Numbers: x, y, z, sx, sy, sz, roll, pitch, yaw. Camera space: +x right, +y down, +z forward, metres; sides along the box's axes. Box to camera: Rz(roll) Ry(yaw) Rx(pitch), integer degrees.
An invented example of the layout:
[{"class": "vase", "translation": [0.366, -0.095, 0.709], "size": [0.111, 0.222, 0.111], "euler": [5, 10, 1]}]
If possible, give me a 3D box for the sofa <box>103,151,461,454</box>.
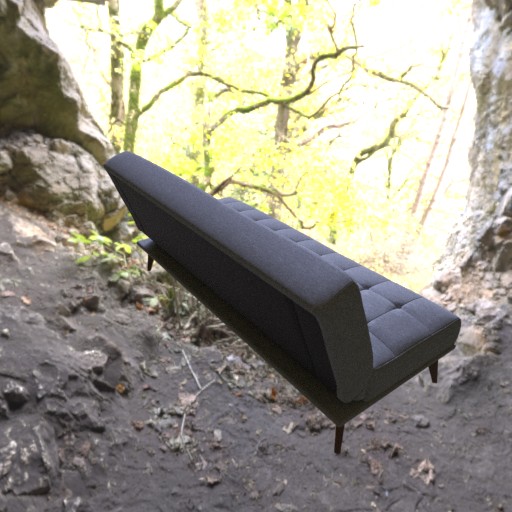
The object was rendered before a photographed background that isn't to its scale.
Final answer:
[{"class": "sofa", "translation": [0.000, 0.000, 2.259], "size": [0.860, 0.810, 1.800], "euler": [-19, 34, -31]}]
